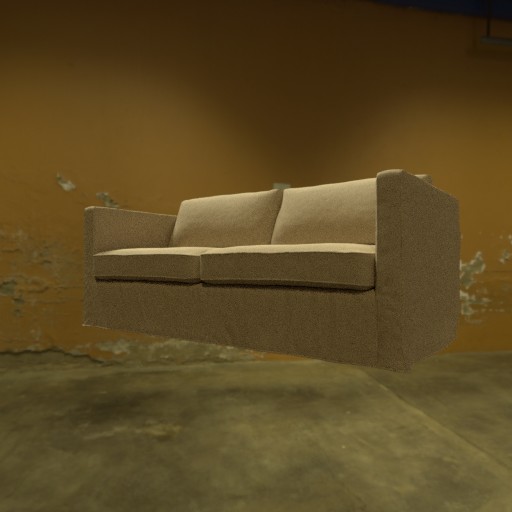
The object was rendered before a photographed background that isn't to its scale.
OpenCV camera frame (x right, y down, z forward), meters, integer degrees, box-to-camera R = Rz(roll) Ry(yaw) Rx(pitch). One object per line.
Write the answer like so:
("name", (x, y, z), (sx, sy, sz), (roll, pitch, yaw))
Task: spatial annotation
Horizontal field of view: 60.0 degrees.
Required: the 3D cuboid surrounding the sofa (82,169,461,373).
("sofa", (0.000, 0.000, 2.467), (1.959, 0.835, 0.962), (-1, -1, 36))
